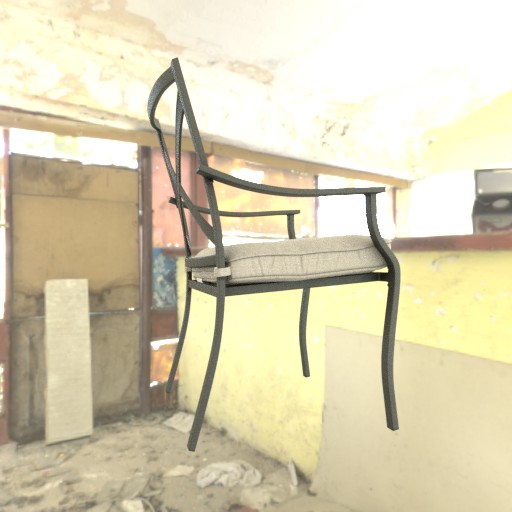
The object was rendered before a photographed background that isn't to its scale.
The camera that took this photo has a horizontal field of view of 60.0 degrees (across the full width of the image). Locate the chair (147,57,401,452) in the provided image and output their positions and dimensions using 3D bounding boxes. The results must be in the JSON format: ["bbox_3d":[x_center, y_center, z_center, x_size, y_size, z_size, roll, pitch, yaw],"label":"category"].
[{"bbox_3d":[0.000,0.000,1.304,0.620,0.889,0.575,0,-1,-18],"label":"chair"}]
